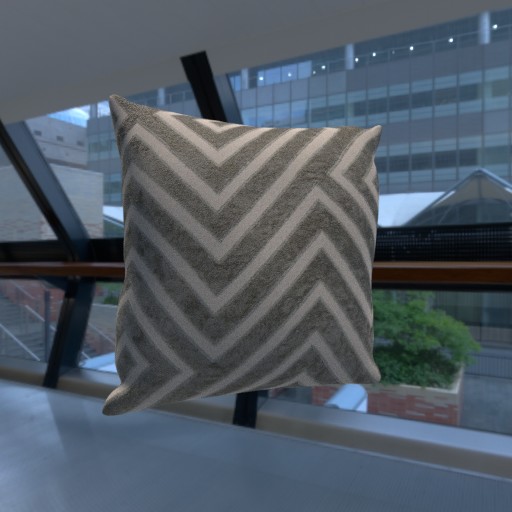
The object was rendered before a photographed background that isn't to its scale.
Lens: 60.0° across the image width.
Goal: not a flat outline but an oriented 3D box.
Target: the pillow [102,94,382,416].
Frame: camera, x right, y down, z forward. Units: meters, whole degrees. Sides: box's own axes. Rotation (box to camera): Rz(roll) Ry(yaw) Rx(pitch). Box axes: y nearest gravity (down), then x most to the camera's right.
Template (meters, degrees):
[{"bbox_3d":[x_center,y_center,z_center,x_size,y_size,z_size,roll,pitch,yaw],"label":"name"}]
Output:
[{"bbox_3d":[0.000,0.000,0.666,0.440,0.441,0.182,0,1,-18],"label":"pillow"}]
